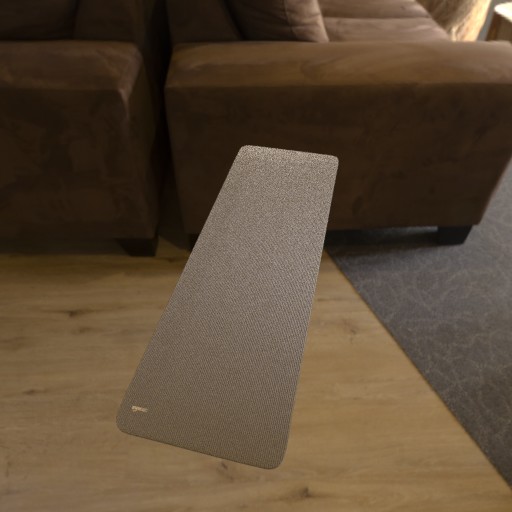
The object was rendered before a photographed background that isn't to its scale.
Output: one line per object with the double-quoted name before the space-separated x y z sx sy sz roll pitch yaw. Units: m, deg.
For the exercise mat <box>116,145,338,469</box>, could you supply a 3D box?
"exercise mat" 0.000 0.000 2.139 0.616 0.021 1.884 10 47 9
